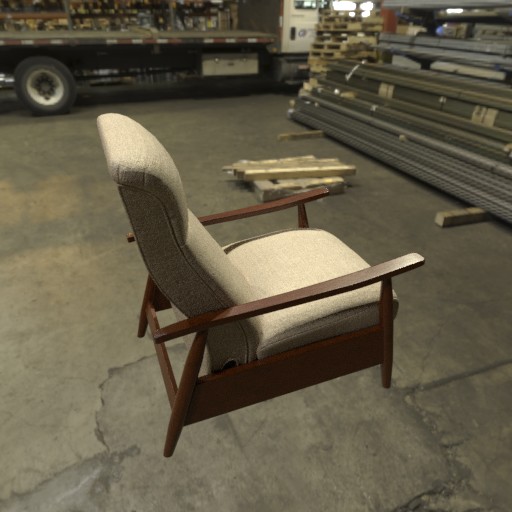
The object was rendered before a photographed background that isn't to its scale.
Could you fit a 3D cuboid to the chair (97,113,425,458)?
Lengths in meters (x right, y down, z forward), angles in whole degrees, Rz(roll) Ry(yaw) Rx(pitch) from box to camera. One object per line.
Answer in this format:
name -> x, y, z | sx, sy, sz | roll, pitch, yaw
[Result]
chair -> 0.000, 0.000, 1.767 | 1.014, 1.082, 0.762 | -11, 31, -18
